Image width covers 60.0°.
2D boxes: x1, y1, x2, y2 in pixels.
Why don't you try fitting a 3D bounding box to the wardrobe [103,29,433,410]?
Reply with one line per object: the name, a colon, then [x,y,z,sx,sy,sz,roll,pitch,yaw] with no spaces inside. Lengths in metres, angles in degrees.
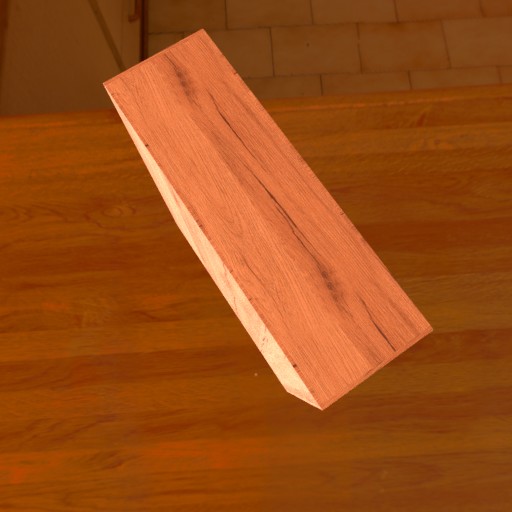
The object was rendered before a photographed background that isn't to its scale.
wardrobe: [0.000,0.000,2.997,0.580,2.070,1.810,-33,77,-8]
